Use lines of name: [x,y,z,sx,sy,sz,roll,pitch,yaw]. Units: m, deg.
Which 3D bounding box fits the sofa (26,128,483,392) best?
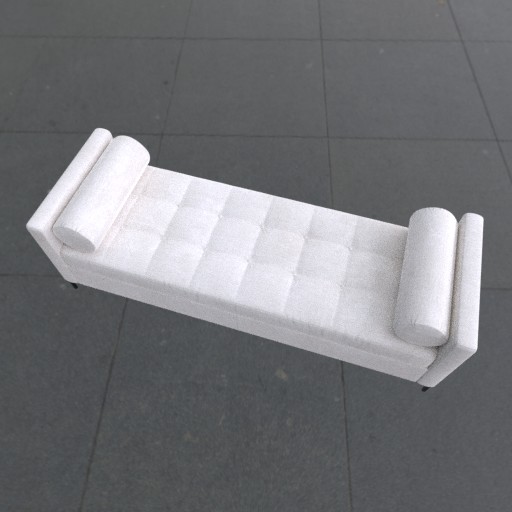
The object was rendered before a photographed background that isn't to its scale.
sofa: [0.000,0.000,2.266,1.981,0.635,0.686,15,59,9]
